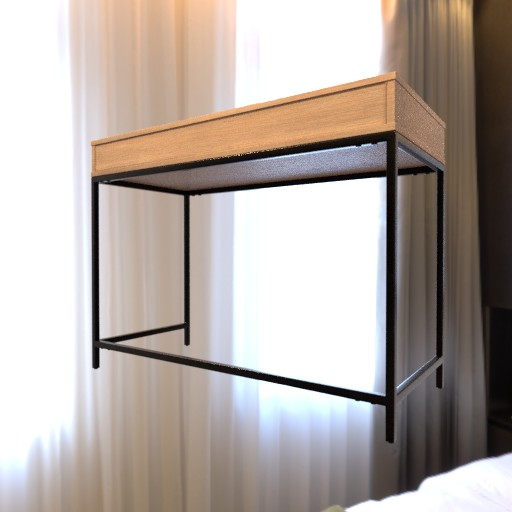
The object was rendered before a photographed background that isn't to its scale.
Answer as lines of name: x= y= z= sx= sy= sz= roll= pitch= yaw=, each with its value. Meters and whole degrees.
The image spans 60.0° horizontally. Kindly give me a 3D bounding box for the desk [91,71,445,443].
desk: x=0.000 y=0.000 z=1.386 sx=1.016 sy=0.762 sz=0.470 roll=1 pitch=1 yaw=35
